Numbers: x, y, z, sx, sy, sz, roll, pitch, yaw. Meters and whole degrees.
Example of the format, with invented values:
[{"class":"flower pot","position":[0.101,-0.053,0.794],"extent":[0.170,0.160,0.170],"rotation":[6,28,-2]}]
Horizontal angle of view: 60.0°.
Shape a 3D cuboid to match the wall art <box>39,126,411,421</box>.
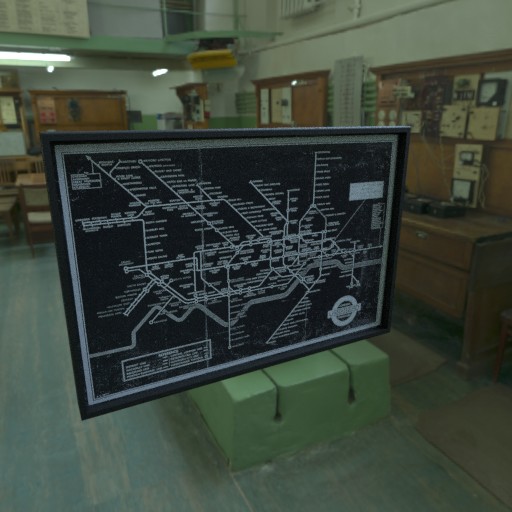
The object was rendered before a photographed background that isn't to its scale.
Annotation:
[{"class":"wall art","position":[0.000,0.000,0.826],"extent":[0.671,0.456,0.051],"rotation":[-9,20,-26]}]
